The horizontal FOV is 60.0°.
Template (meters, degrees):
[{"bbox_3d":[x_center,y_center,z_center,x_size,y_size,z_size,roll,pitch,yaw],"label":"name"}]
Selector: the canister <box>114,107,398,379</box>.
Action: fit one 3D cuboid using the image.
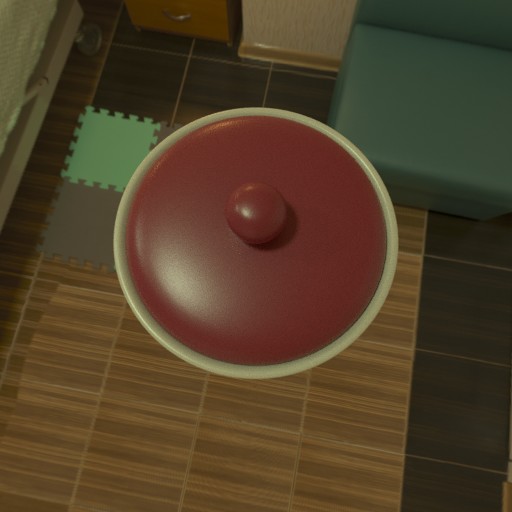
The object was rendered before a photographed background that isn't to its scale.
[{"bbox_3d":[0.000,0.000,0.338,0.181,0.211,0.181,0,75,0],"label":"canister"}]
